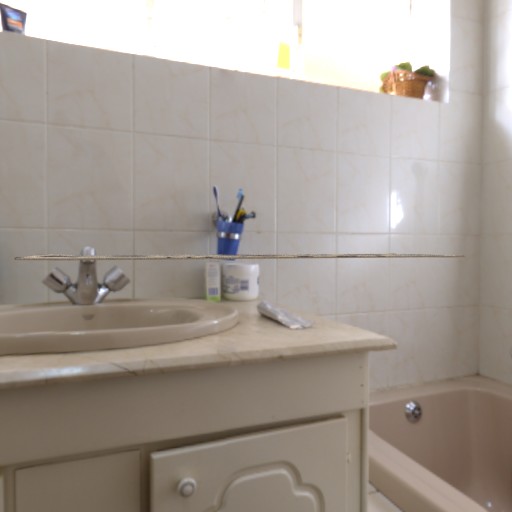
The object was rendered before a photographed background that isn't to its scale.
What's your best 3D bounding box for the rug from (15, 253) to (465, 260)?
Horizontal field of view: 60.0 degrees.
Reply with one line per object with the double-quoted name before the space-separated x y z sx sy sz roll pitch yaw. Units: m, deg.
"rug" 0.000 0.000 2.479 2.301 0.017 0.692 0 1 -19
